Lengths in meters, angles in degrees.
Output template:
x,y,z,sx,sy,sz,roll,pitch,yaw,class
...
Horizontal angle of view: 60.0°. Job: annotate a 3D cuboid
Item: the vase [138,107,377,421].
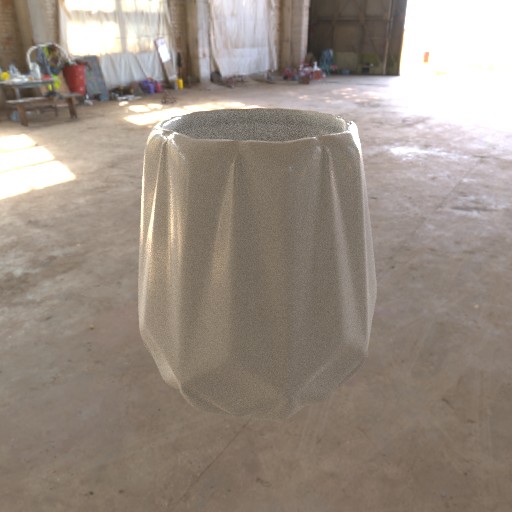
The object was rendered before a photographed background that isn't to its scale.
x,y,z,sx,sy,sz,roll,pitch,yaw,class
0.000,0.000,0.257,0.141,0.152,0.141,0,26,0,vase
